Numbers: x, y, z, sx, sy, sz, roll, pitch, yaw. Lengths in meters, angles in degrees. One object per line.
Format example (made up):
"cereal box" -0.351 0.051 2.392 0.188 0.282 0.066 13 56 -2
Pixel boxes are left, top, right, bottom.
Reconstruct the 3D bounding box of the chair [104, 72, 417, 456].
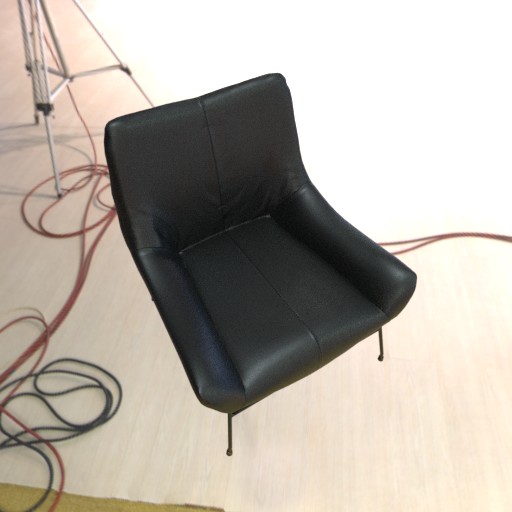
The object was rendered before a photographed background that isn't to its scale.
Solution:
"chair" 0.000 0.000 1.595 0.836 0.922 0.826 -24 52 -21
